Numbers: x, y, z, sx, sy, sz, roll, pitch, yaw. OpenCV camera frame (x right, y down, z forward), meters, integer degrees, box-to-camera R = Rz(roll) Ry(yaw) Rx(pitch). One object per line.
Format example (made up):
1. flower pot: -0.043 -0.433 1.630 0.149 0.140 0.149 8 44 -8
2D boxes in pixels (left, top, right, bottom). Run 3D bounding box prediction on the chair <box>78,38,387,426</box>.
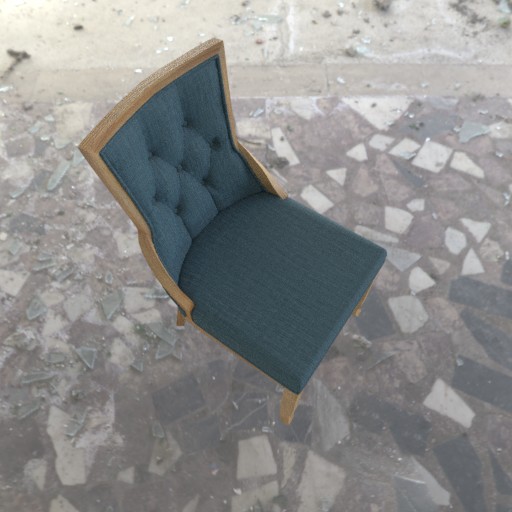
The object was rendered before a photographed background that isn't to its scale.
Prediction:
1. chair: 0.000 0.000 1.322 0.641 0.947 0.524 31 64 17
